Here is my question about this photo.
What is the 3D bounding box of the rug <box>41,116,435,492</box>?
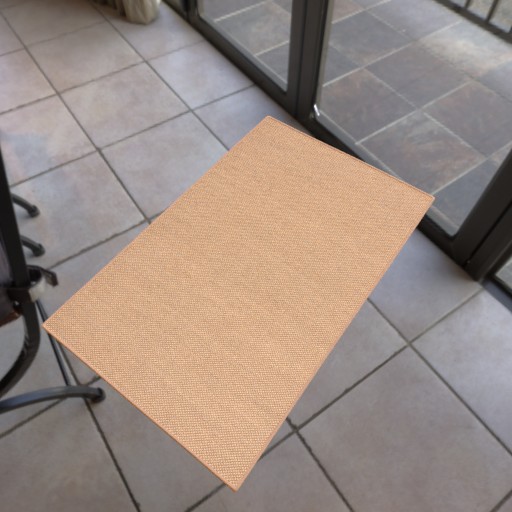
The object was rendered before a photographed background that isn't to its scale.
[{"bbox_3d":[0.000,0.000,2.094,1.067,0.013,1.676,32,63,19],"label":"rug"}]
